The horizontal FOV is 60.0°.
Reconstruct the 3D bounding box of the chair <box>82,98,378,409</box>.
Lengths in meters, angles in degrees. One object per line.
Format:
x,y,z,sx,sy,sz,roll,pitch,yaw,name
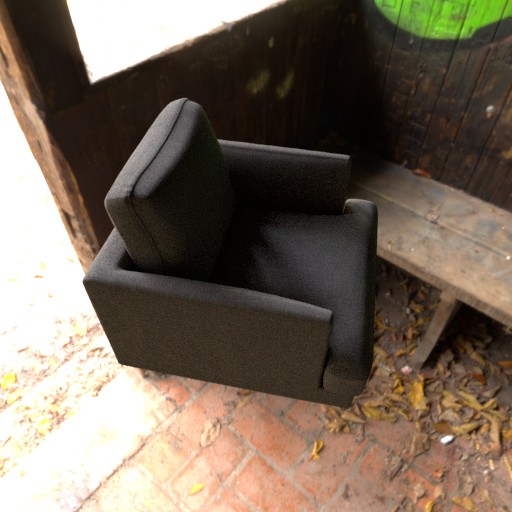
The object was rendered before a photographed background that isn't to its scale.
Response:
0.000,0.000,1.676,0.899,0.957,0.858,9,48,8,chair
